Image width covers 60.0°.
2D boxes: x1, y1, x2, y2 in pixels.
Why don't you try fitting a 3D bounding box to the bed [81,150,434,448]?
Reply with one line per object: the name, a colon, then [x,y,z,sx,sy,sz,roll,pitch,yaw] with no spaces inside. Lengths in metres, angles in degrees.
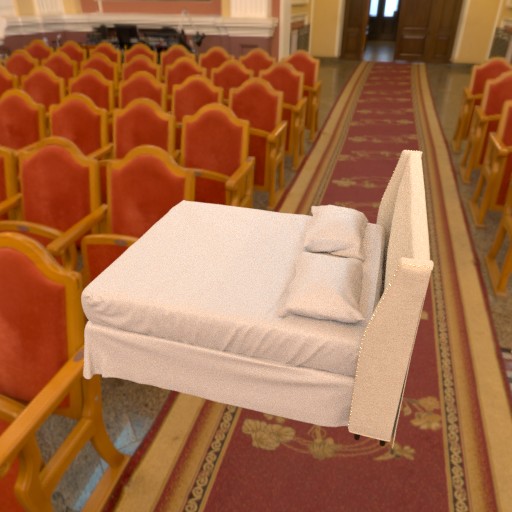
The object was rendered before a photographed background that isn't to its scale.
bed: [0.000,0.000,3.412,2.276,1.332,1.925,8,31,14]
